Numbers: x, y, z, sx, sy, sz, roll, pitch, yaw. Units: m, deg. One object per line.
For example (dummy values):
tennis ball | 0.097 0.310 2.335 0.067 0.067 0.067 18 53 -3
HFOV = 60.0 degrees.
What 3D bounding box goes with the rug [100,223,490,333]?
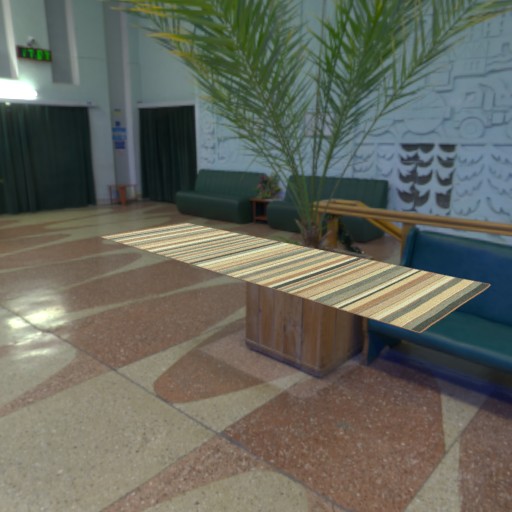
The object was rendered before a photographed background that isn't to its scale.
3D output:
rug | 0.000 0.000 2.715 2.444 0.010 0.799 14 20 42
